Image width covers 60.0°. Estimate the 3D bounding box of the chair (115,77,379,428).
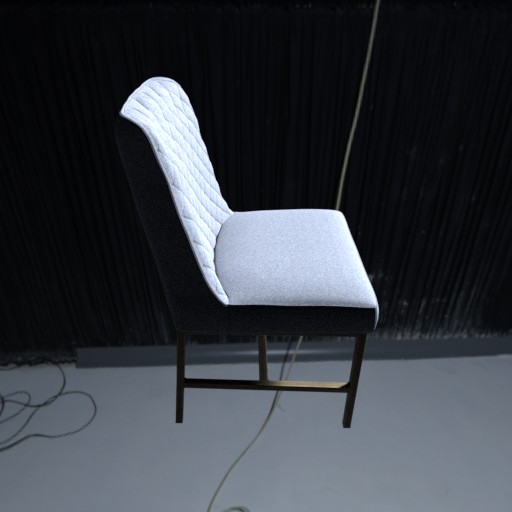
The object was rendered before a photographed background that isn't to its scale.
[{"bbox_3d":[0.000,0.000,1.250,0.587,0.889,0.508,0,33,-1],"label":"chair"}]
